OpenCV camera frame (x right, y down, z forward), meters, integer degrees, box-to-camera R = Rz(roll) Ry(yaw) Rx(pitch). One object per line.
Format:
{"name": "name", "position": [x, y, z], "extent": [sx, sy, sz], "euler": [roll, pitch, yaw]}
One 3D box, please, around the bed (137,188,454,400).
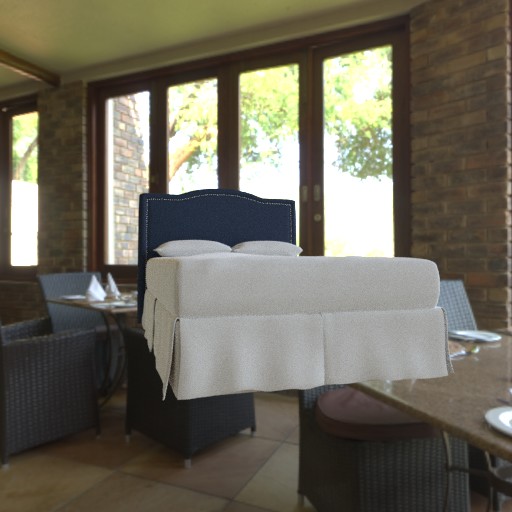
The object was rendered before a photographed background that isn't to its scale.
{"name": "bed", "position": [0.000, 0.000, 3.556], "extent": [1.741, 1.441, 2.507], "euler": [0, 0, -17]}
